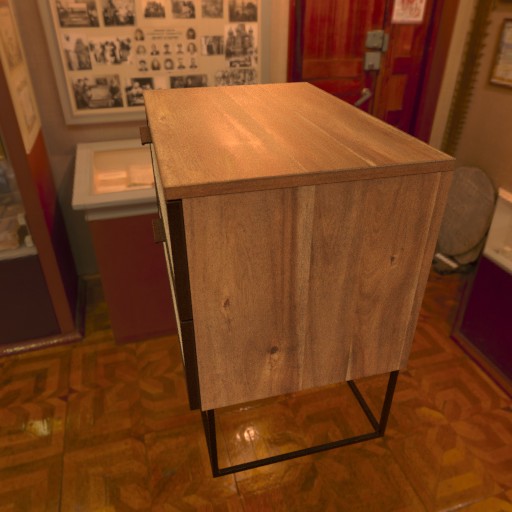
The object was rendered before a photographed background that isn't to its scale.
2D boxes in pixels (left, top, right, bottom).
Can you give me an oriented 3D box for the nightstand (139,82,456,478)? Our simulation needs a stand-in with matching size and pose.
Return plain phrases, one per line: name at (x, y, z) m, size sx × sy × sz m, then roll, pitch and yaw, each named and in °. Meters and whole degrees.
nightstand at (0.000, 0.000, 0.986) m, size 0.427 × 0.611 × 0.605 m, roll -8°, pitch 32°, yaw -13°
